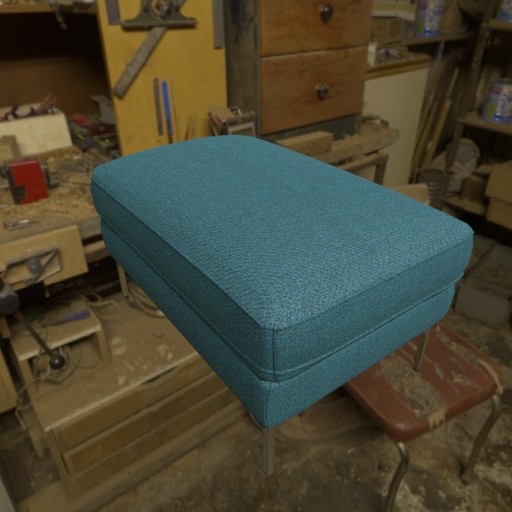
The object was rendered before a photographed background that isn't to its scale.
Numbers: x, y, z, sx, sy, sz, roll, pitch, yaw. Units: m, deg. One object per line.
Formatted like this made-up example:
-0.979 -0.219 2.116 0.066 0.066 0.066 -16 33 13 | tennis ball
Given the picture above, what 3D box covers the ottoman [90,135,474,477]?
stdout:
0.000 0.000 1.165 0.563 0.498 0.856 -21 37 -31 | ottoman
